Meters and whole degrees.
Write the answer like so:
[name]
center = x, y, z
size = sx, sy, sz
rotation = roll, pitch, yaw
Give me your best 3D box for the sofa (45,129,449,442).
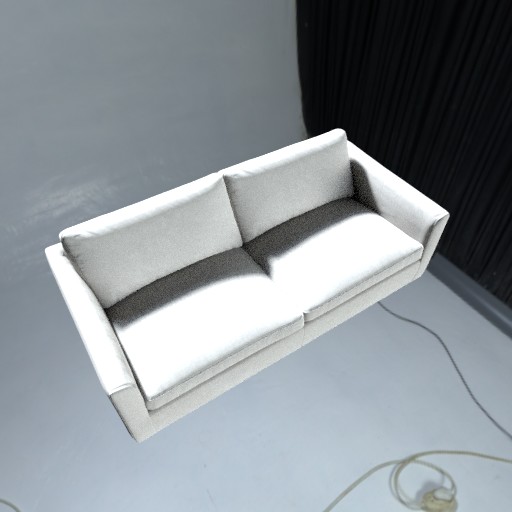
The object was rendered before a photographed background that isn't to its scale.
[sofa]
center = 0.000, 0.000, 2.835
size = 2.588, 0.838, 1.090
rotation = -25, 52, -22
